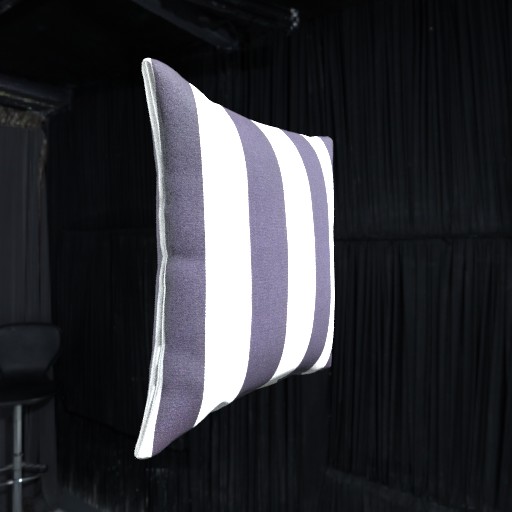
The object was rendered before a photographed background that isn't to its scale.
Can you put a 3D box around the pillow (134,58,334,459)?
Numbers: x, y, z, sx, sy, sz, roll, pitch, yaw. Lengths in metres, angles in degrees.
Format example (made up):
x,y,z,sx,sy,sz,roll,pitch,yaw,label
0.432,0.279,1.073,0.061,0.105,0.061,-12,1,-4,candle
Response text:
x,y,z,sx,sy,sz,roll,pitch,yaw,label
0.000,0.000,0.788,0.189,0.526,0.536,1,1,36,pillow
